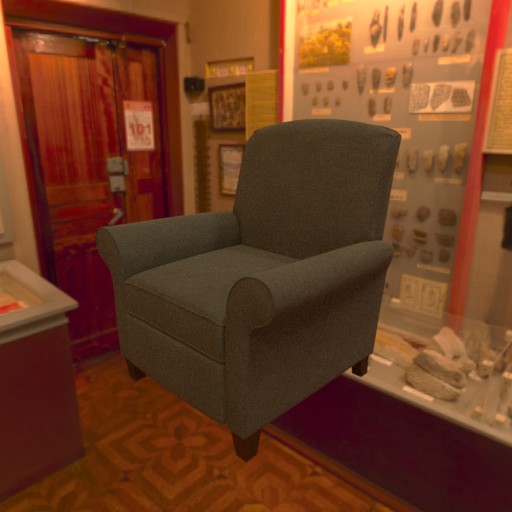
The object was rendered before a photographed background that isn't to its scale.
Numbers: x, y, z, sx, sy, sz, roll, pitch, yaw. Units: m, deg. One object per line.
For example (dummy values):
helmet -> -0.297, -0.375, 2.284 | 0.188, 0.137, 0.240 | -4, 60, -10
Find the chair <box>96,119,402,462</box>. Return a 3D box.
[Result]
chair -> 0.000, 0.000, 1.791 | 0.978, 1.061, 0.905 | 16, 23, 42
